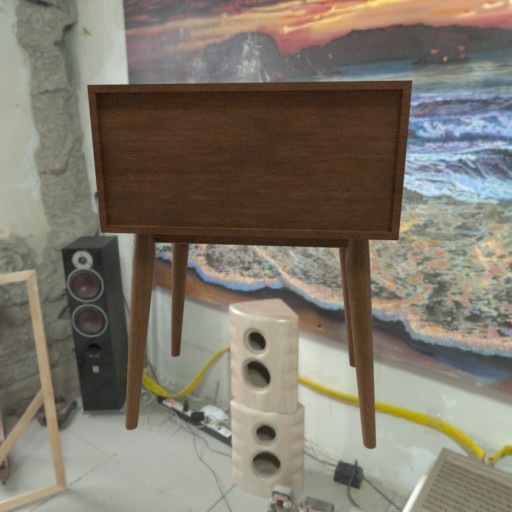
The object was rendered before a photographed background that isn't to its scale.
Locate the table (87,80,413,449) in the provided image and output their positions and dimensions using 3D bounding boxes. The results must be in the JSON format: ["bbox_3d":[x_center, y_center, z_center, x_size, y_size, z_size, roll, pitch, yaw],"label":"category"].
[{"bbox_3d":[0.000,0.000,0.836,0.454,0.580,0.307,2,15,7],"label":"table"}]
